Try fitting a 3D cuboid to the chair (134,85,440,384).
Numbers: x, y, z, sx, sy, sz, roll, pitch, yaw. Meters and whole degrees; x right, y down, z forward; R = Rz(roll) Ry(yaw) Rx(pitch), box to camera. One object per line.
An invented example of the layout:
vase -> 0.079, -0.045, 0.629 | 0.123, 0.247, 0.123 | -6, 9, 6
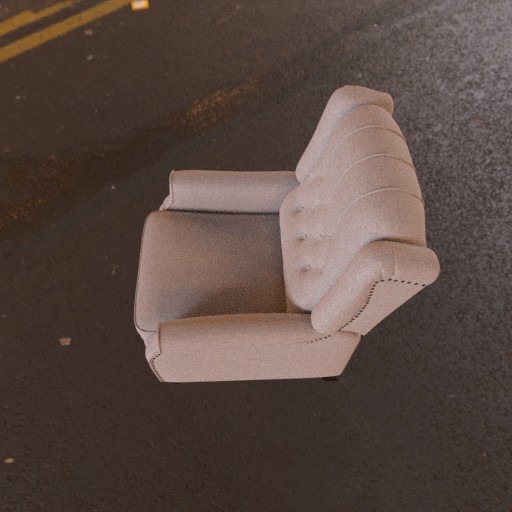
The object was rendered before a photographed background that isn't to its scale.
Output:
chair -> 0.000, 0.000, 1.628 | 0.902, 1.035, 0.742 | -2, 59, -1
